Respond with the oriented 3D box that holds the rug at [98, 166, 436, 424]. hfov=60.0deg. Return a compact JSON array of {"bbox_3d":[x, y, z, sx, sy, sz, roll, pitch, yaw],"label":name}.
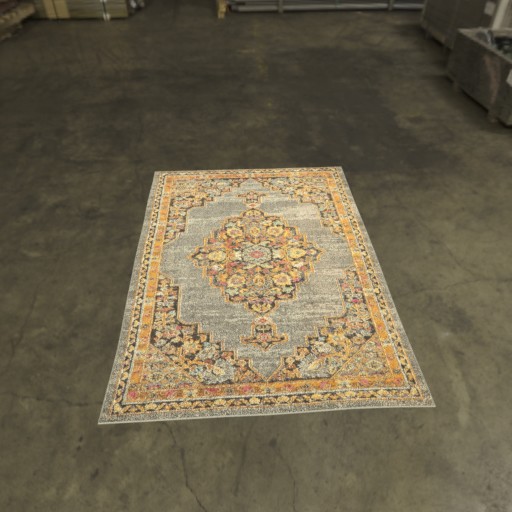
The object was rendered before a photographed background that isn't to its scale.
[{"bbox_3d":[0.000,0.000,3.958,2.158,0.024,3.063,-2,41,-2],"label":"rug"}]
